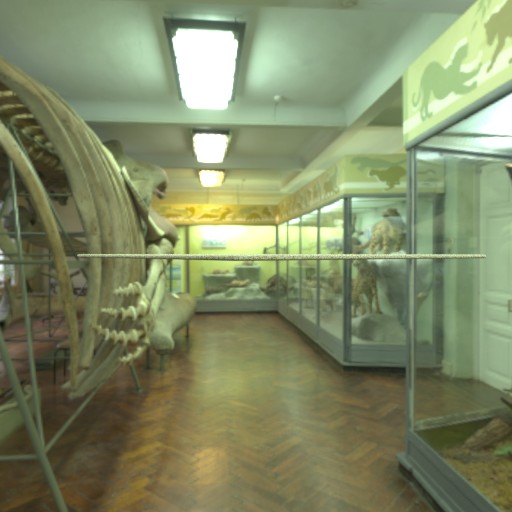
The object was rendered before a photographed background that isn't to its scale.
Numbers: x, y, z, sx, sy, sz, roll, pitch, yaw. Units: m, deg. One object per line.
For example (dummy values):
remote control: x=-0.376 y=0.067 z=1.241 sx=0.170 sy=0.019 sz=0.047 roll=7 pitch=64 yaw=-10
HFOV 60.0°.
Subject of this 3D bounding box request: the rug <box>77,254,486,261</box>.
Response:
rug: x=0.000 y=0.000 z=4.114 sx=2.438 sy=0.029 sz=3.047 roll=0 pitch=0 yaw=-36
